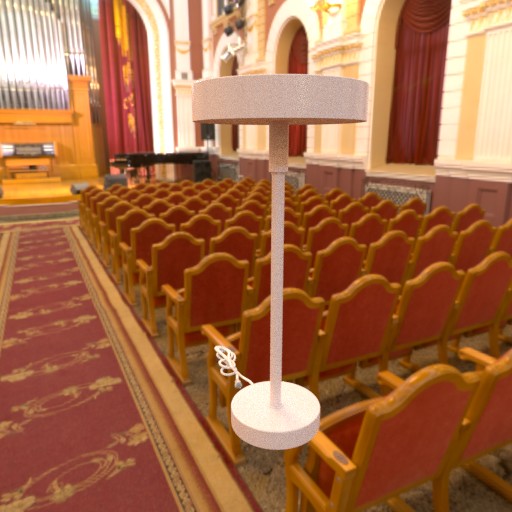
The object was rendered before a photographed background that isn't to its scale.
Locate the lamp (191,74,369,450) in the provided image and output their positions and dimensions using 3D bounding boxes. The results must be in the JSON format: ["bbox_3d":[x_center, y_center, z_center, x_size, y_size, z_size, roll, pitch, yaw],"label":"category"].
[{"bbox_3d":[0.000,0.000,0.703,0.229,0.508,0.369,-7,16,-25],"label":"lamp"}]
